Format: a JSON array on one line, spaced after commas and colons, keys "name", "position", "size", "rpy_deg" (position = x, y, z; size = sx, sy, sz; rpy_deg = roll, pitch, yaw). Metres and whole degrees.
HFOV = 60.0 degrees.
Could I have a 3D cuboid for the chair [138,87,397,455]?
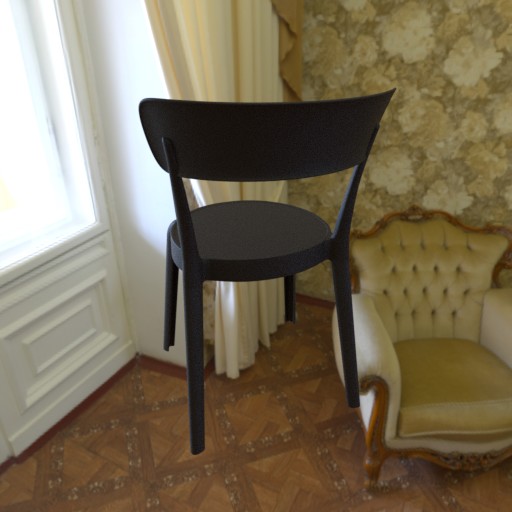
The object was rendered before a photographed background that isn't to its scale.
[{"name": "chair", "position": [0.000, 0.000, 1.089], "size": [0.506, 0.790, 0.491], "rpy_deg": [-9, 28, -18]}]
